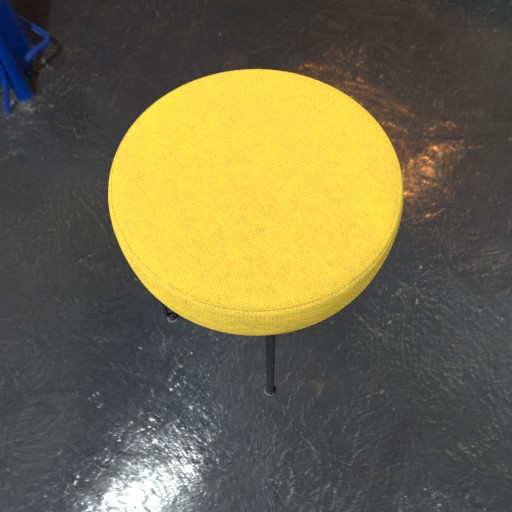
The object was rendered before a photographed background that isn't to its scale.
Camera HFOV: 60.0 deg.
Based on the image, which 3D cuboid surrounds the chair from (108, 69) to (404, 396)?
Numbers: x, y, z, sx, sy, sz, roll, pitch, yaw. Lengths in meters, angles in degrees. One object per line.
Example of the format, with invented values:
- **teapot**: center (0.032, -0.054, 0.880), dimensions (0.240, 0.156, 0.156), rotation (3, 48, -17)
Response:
- **chair**: center (0.000, 0.000, 0.700), dimensions (0.345, 0.455, 0.345), rotation (33, 68, 15)
